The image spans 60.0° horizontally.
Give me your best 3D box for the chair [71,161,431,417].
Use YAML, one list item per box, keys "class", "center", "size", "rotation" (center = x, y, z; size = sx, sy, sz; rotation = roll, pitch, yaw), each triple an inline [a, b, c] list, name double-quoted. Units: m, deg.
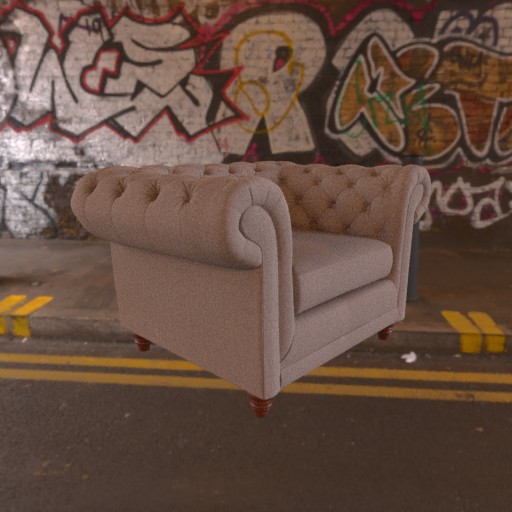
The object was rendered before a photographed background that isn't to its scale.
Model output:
- class: "chair"
  center: [0.000, 0.000, 1.906]
  size: [0.976, 0.770, 1.270]
  rotation: [13, 19, 42]
